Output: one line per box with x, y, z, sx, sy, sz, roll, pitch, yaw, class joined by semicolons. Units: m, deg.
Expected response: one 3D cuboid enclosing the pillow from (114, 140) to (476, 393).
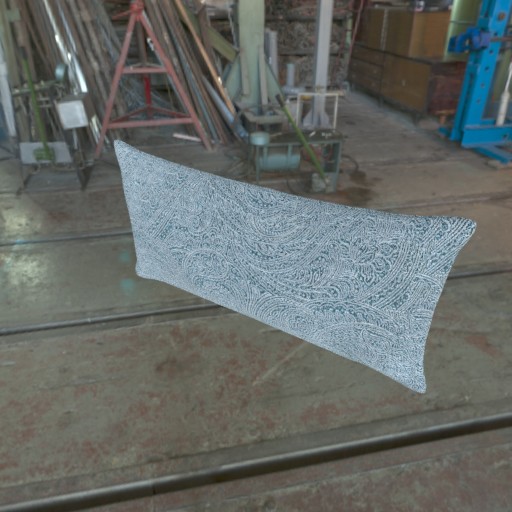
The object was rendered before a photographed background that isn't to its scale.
0.000;0.000;0.737;0.615;0.295;0.151;19;36;28;pillow
